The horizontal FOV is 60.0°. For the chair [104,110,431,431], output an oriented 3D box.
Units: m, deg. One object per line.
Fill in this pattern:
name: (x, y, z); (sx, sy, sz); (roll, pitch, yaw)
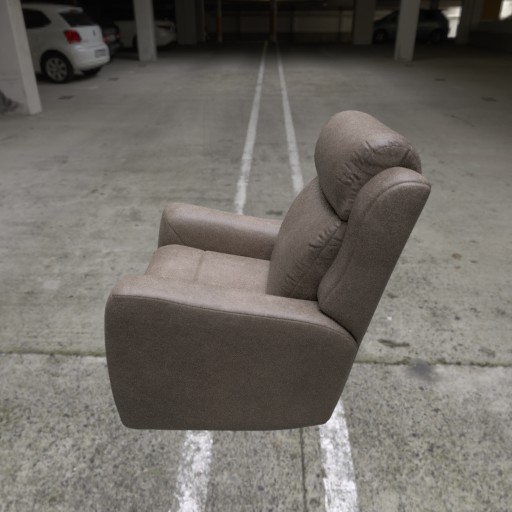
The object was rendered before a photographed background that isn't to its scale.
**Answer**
chair: (0.000, 0.000, 1.873); (1.068, 1.116, 0.967); (1, 26, 1)
